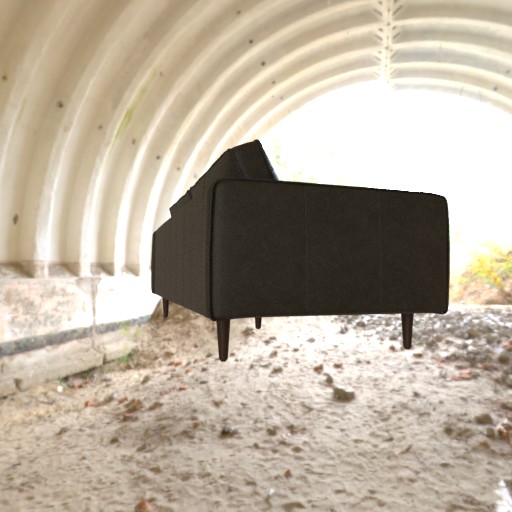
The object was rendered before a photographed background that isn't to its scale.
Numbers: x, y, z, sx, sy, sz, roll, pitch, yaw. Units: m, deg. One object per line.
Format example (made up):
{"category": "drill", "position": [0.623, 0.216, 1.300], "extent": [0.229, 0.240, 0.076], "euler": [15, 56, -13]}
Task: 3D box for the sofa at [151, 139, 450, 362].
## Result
{"category": "sofa", "position": [0.000, 0.000, 2.349], "extent": [0.921, 0.770, 1.879], "euler": [1, -2, -19]}
